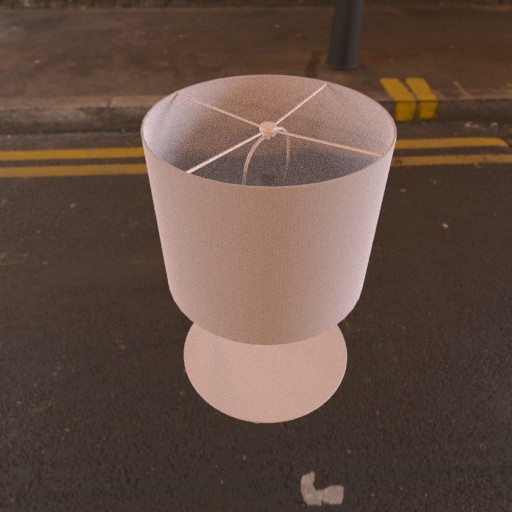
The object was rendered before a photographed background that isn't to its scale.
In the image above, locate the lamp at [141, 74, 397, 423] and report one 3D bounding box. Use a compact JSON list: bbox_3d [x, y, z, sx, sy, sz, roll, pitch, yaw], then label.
[{"bbox_3d":[0.000,0.000,0.687,0.341,0.454,0.299,25,47,26],"label":"lamp"}]
